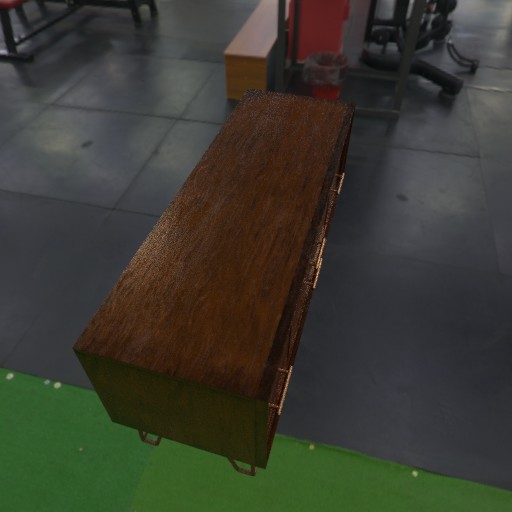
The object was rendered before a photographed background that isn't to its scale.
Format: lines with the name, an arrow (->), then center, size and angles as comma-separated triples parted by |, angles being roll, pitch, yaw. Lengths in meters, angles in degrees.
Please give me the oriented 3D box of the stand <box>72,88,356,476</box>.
stand -> 0.000, 0.000, 1.649 | 0.481, 0.610, 1.372 | 12, 47, 11
